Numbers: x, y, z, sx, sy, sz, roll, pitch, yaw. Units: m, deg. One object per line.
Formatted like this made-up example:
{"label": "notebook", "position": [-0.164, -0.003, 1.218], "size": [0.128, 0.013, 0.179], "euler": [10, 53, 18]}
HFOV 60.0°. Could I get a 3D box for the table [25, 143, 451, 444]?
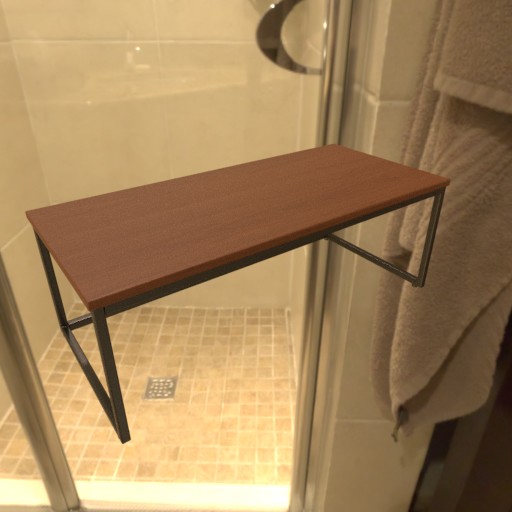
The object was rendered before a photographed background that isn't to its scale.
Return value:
{"label": "table", "position": [0.000, 0.000, 1.338], "size": [1.100, 0.400, 0.500], "euler": [-20, 35, -31]}
